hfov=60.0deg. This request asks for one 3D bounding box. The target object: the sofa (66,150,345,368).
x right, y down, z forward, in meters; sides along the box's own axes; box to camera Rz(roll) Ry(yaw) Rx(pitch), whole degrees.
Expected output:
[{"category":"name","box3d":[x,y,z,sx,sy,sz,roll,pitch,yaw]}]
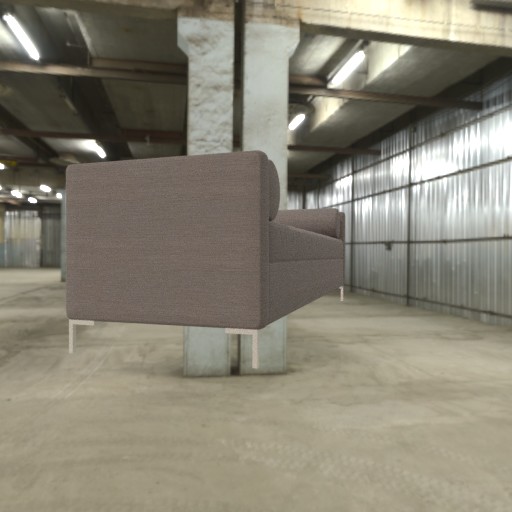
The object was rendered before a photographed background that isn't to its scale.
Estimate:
[{"category":"sofa","box3d":[0.000,0.000,2.291,0.686,0.635,1.981,0,0,18]}]
